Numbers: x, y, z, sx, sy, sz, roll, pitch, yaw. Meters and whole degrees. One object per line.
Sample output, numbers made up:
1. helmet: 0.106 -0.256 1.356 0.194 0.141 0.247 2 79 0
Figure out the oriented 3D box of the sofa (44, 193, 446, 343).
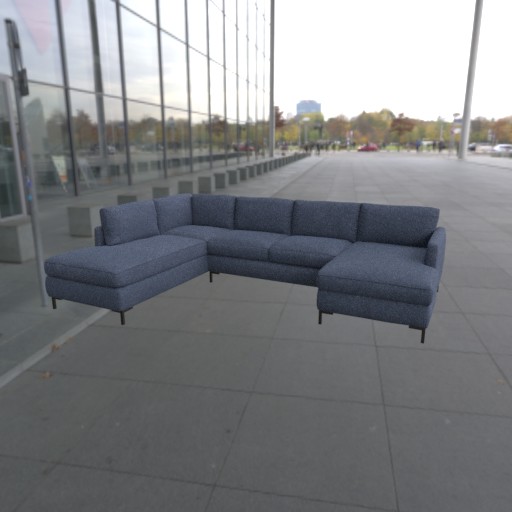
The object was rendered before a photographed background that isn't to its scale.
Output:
1. sofa: 0.000 0.000 3.859 2.956 0.813 2.007 7 16 26
